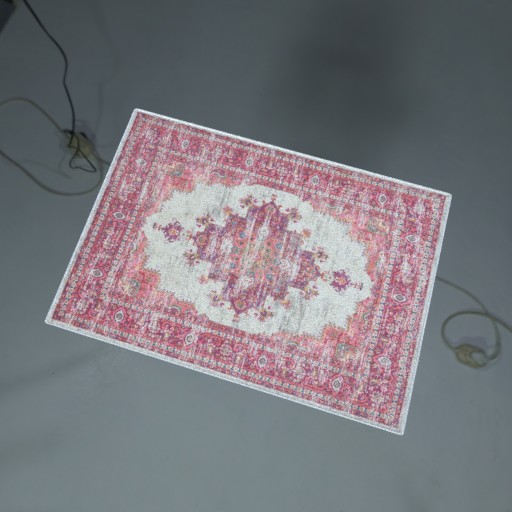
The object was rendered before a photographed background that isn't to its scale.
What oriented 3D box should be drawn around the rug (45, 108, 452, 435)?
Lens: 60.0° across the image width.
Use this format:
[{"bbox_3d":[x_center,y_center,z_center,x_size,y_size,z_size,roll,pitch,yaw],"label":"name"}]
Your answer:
[{"bbox_3d":[0.000,0.000,2.205,1.747,0.011,1.217,16,76,4],"label":"rug"}]
